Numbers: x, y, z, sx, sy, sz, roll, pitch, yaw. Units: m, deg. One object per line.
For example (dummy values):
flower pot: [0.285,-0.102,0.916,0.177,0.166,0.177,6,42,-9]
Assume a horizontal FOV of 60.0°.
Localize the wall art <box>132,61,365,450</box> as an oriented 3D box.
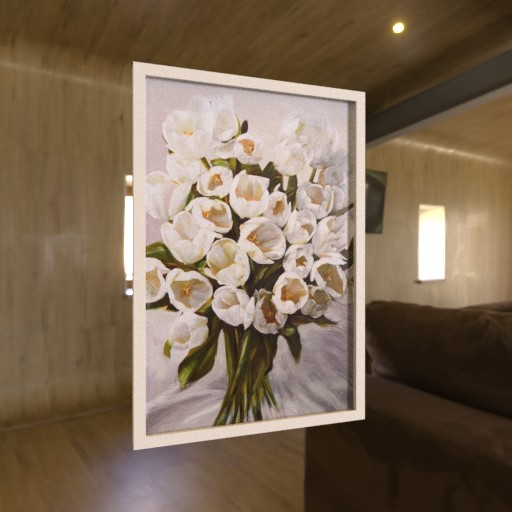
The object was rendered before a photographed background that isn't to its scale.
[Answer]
wall art: [0.000,0.000,0.838,0.450,0.657,0.038,0,0,-18]
